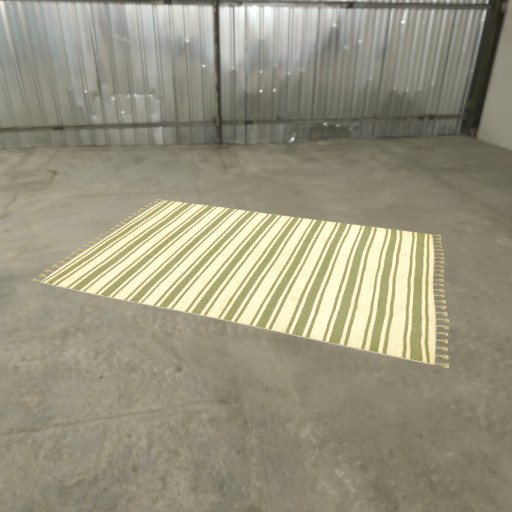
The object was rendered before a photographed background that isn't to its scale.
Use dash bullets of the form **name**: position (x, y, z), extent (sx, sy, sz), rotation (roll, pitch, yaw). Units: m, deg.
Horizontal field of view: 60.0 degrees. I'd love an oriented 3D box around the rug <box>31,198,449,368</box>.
- **rug**: position (0.000, 0.000, 3.030), extent (2.435, 0.018, 1.540), rotation (9, 29, 17)
